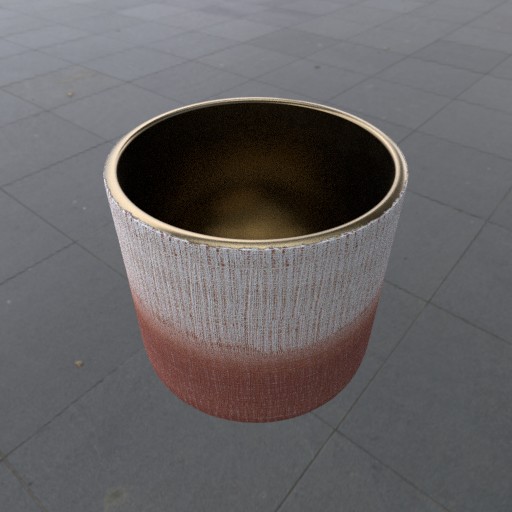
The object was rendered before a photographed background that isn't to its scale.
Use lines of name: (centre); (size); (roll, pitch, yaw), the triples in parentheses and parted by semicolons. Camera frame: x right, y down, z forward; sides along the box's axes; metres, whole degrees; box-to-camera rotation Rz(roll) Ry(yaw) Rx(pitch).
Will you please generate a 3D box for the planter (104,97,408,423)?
planter: (0.000, 0.000, 0.389); (0.221, 0.201, 0.221); (0, 41, 0)
